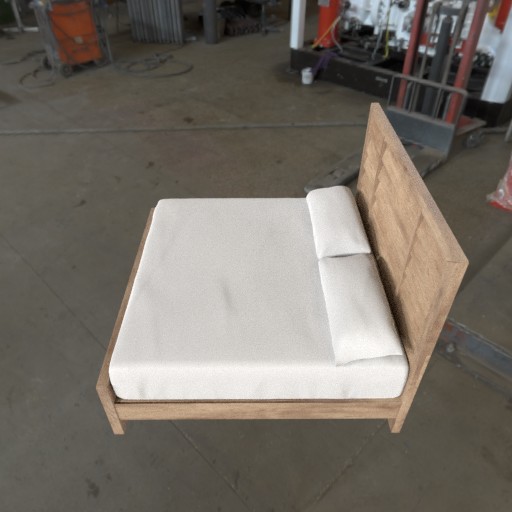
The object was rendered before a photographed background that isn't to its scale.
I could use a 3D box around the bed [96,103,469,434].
[{"bbox_3d":[0.000,0.000,3.440,2.062,1.626,2.032,0,40,0],"label":"bed"}]
